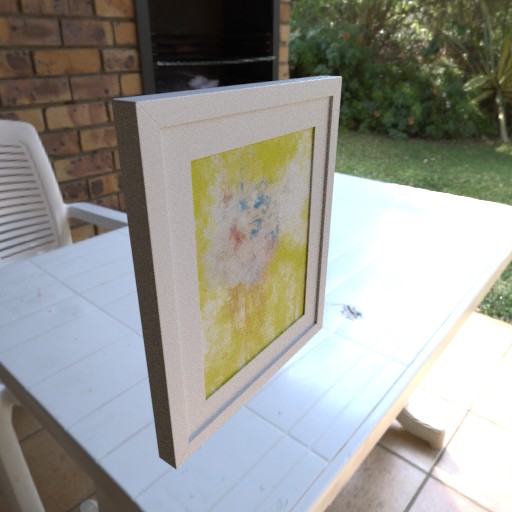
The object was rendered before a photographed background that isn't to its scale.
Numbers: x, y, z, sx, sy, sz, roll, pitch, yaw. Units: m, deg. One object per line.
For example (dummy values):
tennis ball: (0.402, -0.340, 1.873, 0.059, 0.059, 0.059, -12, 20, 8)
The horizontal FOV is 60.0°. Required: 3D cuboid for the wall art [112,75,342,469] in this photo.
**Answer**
wall art: (0.000, 0.000, 0.527, 0.028, 0.381, 0.331, 18, 31, 32)
